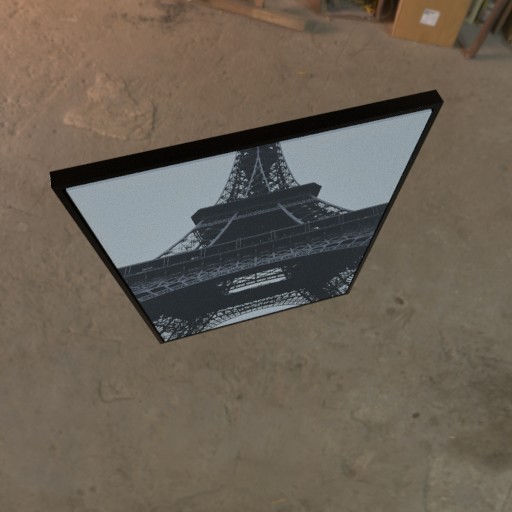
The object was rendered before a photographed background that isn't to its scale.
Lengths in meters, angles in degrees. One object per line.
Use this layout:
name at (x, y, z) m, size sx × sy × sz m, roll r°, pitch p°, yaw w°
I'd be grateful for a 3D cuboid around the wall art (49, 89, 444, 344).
wall art at (0.000, 0.000, 1.356) m, size 0.805 × 1.062 × 0.040 m, roll -14°, pitch 64°, yaw -7°
